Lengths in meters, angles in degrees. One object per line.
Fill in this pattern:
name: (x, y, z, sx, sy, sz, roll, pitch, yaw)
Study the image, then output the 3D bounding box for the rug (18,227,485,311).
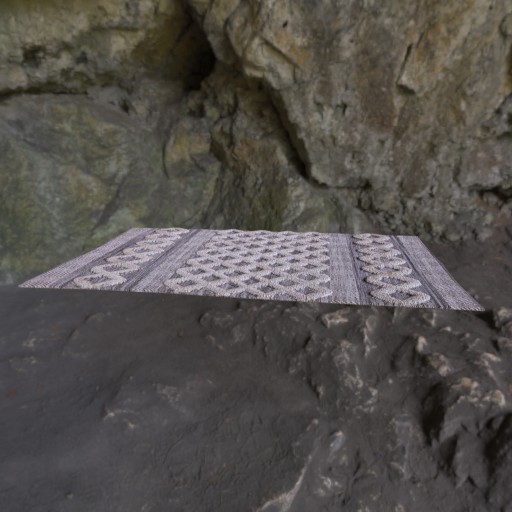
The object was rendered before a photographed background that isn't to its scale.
rug: (0.000, 0.000, 2.893, 2.333, 0.033, 1.513, 2, 16, 8)
